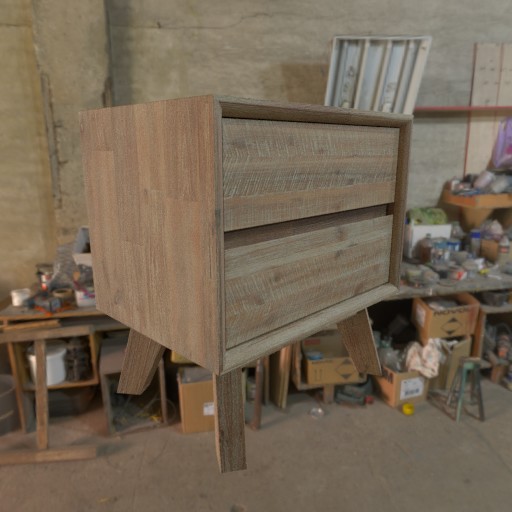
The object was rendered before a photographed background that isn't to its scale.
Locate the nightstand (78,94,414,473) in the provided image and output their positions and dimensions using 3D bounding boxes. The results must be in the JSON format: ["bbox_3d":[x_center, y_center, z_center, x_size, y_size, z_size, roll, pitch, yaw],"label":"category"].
[{"bbox_3d":[0.000,0.000,0.958,0.396,0.589,0.552,13,19,43],"label":"nightstand"}]
